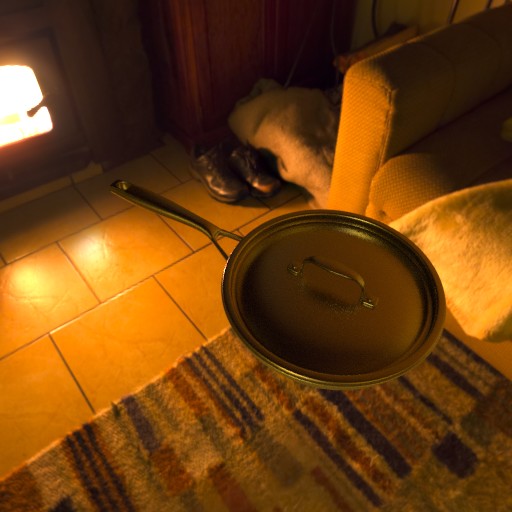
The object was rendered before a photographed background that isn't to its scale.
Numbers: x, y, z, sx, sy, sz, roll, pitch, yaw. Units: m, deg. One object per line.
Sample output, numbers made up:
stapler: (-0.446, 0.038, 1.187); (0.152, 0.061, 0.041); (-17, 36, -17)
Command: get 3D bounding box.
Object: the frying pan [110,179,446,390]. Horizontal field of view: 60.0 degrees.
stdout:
frying pan: (0.000, 0.000, 0.592); (0.490, 0.086, 0.272); (24, 52, 20)
